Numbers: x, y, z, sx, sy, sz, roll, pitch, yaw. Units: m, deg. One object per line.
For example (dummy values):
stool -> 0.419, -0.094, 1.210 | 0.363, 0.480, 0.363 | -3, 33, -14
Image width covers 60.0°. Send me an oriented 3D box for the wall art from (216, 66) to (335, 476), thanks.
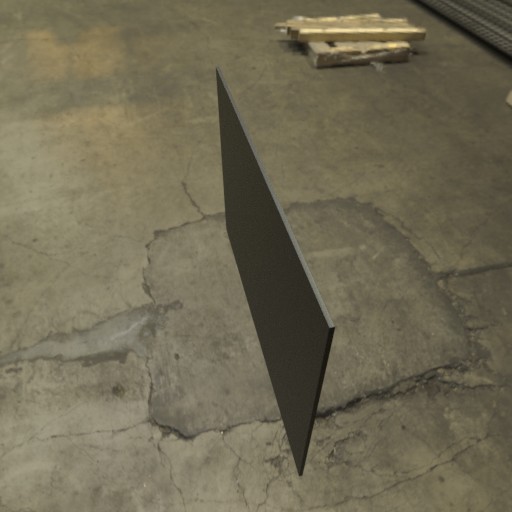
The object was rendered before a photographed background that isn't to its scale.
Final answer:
wall art -> 0.000, 0.000, 1.517 | 0.013, 0.811, 1.192 | -10, 47, -10
